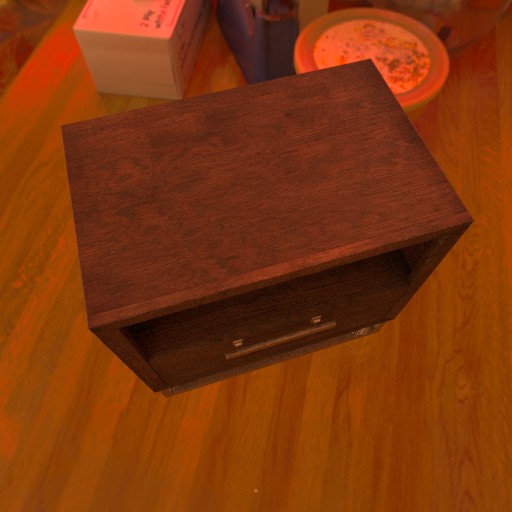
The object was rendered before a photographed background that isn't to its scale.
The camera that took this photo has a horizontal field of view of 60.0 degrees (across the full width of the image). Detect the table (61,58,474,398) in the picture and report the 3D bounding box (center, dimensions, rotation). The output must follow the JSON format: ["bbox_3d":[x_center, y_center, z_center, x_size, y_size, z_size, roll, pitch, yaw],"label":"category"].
[{"bbox_3d":[0.000,0.000,1.269,0.767,0.746,0.542,-15,63,-8],"label":"table"}]
